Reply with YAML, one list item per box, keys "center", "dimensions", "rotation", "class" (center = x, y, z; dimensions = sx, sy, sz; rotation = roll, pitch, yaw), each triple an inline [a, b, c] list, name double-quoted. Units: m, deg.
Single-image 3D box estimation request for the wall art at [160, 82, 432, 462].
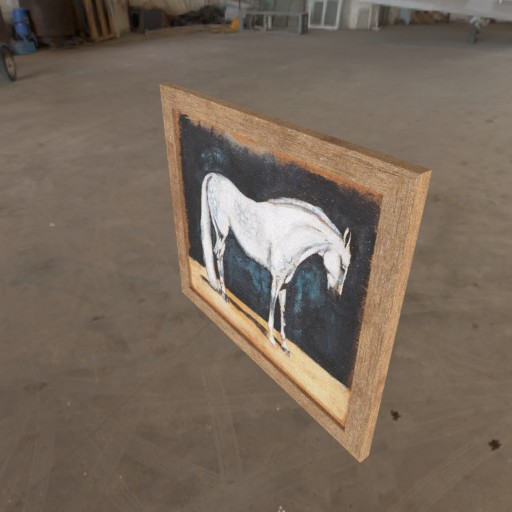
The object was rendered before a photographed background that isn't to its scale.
- center: [0.000, 0.000, 0.935]
  dimensions: [0.026, 0.588, 0.690]
  rotation: [-22, 38, -31]
  class: "wall art"
